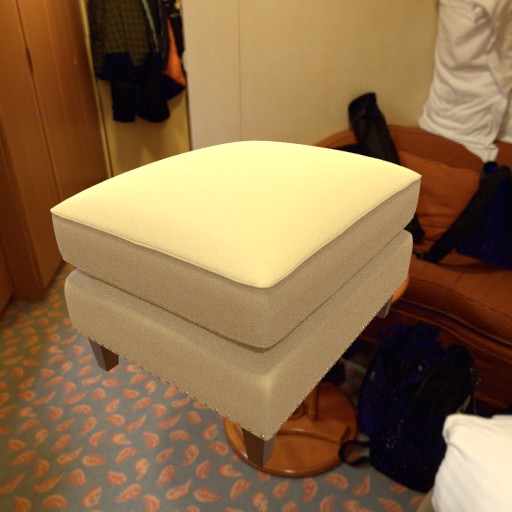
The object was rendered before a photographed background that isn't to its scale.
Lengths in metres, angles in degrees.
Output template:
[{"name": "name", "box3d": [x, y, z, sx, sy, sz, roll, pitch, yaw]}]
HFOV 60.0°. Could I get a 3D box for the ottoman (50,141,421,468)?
[{"name": "ottoman", "box3d": [0.000, 0.000, 1.133, 0.584, 0.513, 0.741, 18, 31, 32]}]
